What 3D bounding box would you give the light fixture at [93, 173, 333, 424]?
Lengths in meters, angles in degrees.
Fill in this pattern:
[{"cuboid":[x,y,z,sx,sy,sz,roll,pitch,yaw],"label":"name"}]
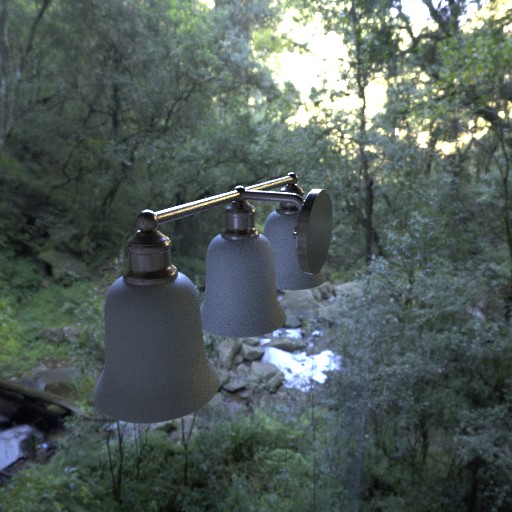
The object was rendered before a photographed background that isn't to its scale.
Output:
[{"cuboid":[0.000,0.000,0.668,0.198,0.211,0.570,8,18,24],"label":"light fixture"}]
